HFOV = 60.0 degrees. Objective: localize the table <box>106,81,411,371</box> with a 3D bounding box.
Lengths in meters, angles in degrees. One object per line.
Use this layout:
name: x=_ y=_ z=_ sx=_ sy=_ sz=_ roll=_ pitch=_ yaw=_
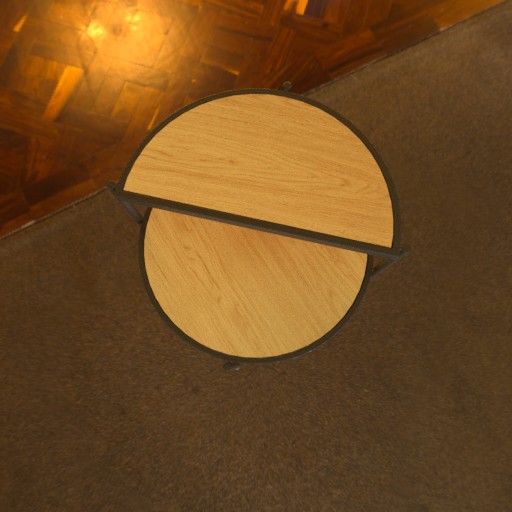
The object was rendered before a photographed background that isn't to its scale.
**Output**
table: x=0.000 y=0.000 z=1.208 sx=0.629 sy=0.684 sz=0.628 roll=12 pitch=77 yaw=3
